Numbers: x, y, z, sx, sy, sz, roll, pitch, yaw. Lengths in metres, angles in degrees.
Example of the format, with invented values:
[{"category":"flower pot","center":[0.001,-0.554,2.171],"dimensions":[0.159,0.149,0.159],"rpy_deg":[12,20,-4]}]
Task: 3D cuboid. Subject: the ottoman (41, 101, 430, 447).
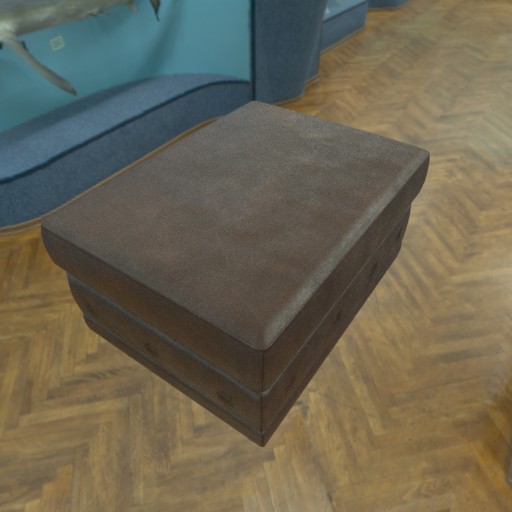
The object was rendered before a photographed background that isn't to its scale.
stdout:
[{"category":"ottoman","center":[0.000,0.000,1.189],"dimensions":[0.588,0.509,0.795],"rpy_deg":[25,47,25]}]
